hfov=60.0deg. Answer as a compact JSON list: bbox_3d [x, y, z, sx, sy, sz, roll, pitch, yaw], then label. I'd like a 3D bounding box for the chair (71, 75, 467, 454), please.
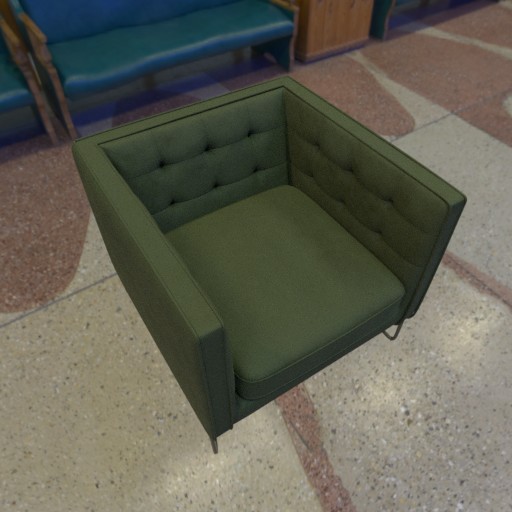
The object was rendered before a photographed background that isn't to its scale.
[{"bbox_3d":[0.000,0.000,1.593,0.880,0.790,0.894,-25,52,-21],"label":"chair"}]
